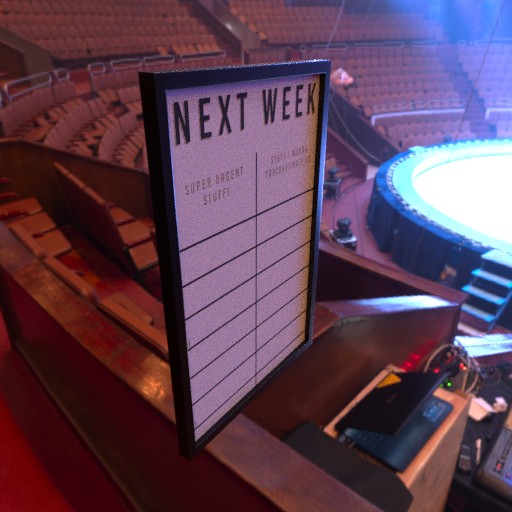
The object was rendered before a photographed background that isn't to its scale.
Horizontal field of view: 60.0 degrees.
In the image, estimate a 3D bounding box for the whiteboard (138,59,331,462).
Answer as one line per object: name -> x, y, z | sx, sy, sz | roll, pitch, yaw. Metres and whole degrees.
whiteboard -> 0.000, 0.000, 0.768 | 0.026, 0.611, 0.406 | 18, 31, 33
